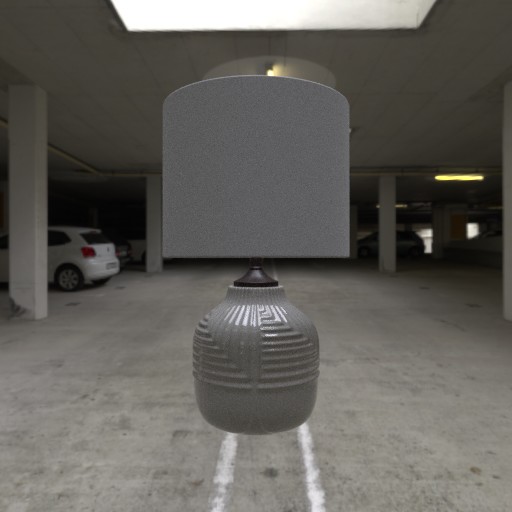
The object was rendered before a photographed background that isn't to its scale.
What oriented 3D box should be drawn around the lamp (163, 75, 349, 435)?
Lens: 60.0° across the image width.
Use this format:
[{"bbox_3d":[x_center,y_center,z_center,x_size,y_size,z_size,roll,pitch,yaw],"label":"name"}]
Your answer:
[{"bbox_3d":[0.000,0.000,0.770,0.318,0.567,0.318,0,0,0],"label":"lamp"}]
